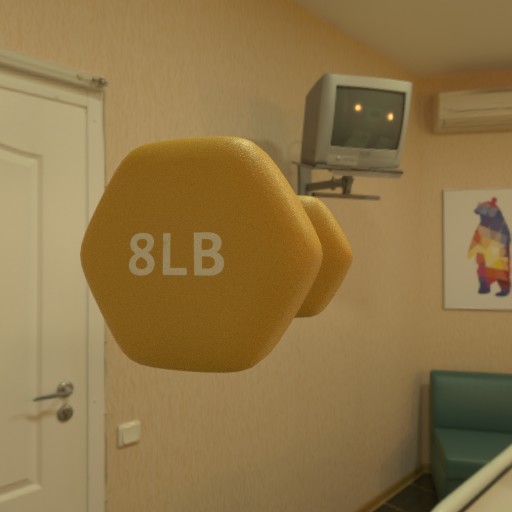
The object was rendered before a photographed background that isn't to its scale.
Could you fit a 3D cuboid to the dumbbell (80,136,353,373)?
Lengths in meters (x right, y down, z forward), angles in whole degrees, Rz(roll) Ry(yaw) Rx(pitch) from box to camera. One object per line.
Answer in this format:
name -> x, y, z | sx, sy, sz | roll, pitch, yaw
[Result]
dumbbell -> 0.000, 0.000, 0.234 | 0.090, 0.082, 0.190 | 0, 0, 17
